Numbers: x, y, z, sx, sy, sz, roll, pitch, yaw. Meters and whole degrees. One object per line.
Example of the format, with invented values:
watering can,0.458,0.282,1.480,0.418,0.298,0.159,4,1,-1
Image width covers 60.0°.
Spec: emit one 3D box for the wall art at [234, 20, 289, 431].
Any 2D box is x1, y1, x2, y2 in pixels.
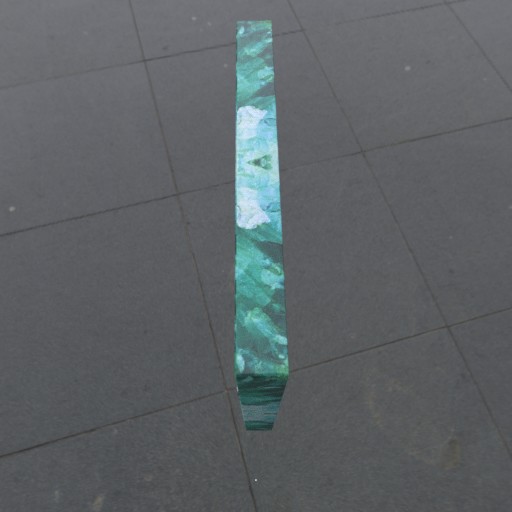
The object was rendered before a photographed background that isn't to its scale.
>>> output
wall art,0.000,0.000,0.463,0.033,0.313,0.313,-1,63,0
